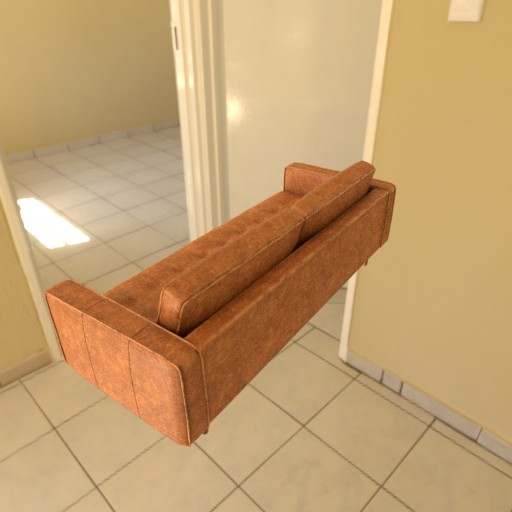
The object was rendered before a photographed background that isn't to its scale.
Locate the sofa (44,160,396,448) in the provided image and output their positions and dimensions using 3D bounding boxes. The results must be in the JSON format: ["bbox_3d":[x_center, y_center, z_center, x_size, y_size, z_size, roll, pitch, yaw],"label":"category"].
[{"bbox_3d":[0.000,0.000,2.652,0.886,0.779,2.199,20,36,30],"label":"sofa"}]
